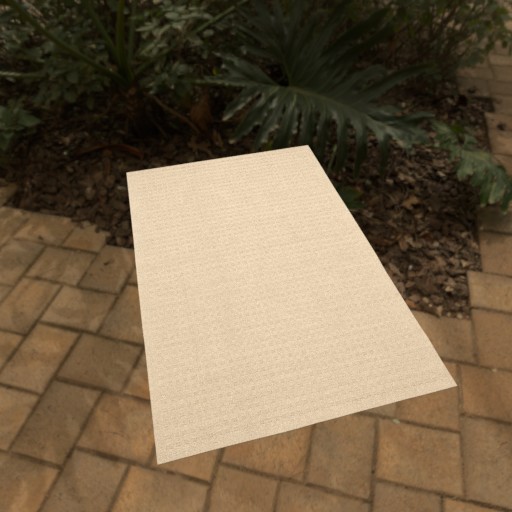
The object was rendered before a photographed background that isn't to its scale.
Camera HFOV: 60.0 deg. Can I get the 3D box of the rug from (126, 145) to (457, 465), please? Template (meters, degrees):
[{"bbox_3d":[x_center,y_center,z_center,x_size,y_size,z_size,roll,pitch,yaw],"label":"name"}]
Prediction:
[{"bbox_3d":[0.000,0.000,2.883,1.523,0.006,2.289,-11,47,-10],"label":"rug"}]
